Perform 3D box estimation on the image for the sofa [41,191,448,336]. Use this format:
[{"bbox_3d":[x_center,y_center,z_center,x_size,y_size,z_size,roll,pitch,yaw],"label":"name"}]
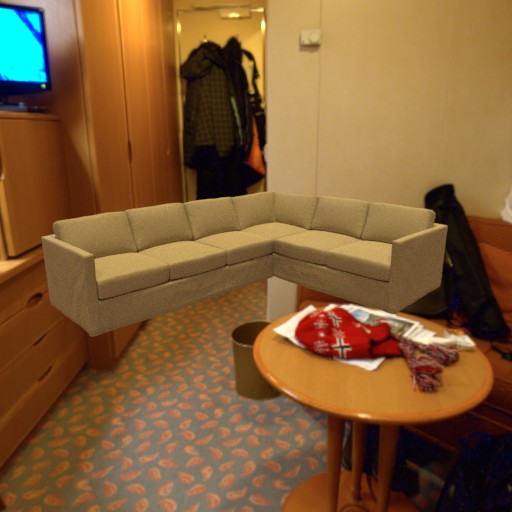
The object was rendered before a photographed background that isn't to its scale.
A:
[{"bbox_3d":[0.000,0.000,4.371,3.182,0.871,2.432,-15,22,-43],"label":"sofa"}]
